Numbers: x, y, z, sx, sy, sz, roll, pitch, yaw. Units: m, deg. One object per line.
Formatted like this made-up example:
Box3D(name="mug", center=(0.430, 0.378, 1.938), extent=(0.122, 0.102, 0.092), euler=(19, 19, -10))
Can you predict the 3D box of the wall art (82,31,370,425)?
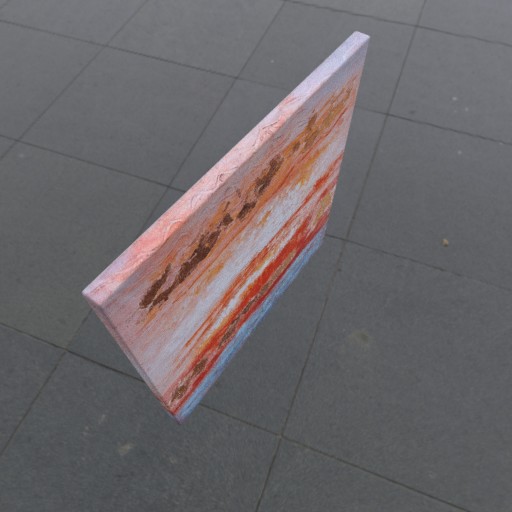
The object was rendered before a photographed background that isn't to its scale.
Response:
Box3D(name="wall art", center=(0.000, 0.000, 1.058), extent=(0.035, 0.747, 0.747), euler=(31, 63, 18))
